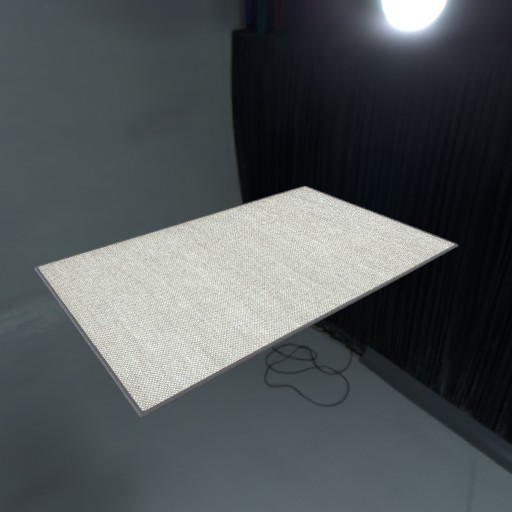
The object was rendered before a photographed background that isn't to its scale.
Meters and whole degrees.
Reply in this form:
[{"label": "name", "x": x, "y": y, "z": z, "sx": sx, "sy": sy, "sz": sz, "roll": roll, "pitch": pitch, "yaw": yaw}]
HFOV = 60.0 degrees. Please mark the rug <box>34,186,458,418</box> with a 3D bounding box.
[{"label": "rug", "x": 0.000, "y": 0.000, "z": 2.061, "sx": 1.676, "sy": 0.013, "sz": 1.067, "roll": -21, "pitch": 35, "yaw": -33}]
